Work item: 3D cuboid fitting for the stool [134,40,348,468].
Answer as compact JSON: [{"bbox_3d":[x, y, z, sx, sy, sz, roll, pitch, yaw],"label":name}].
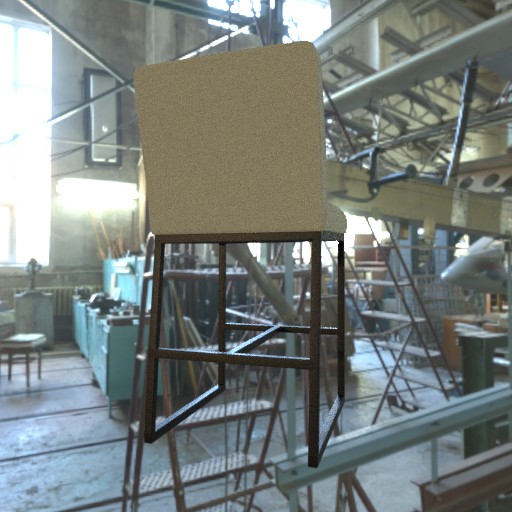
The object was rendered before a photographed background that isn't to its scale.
[{"bbox_3d":[0.000,0.000,1.267,0.460,0.940,0.560,0,-1,18],"label":"stool"}]
